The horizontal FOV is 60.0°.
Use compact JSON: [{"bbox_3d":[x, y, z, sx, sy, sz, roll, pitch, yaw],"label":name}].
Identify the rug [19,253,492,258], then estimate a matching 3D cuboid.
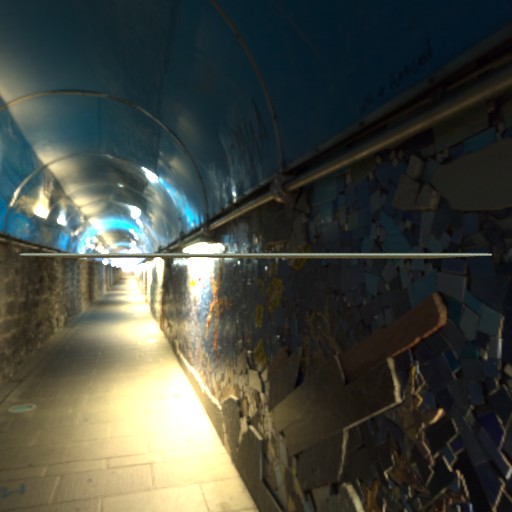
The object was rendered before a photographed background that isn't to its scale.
[{"bbox_3d":[0.000,0.000,2.387,2.196,0.011,0.662,0,-1,0],"label":"rug"}]
